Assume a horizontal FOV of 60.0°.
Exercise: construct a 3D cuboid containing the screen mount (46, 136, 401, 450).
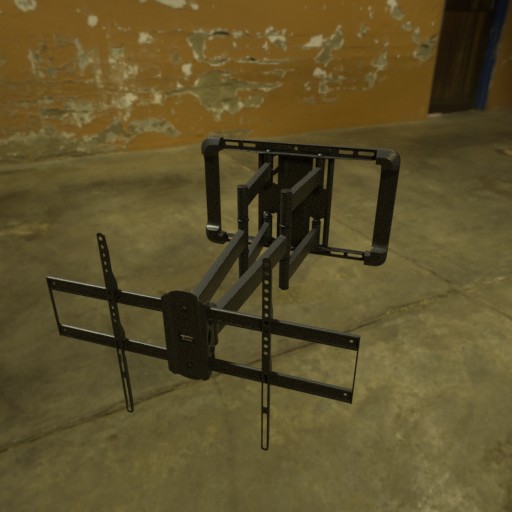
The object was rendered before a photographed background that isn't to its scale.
[{"bbox_3d":[0.000,0.000,1.304,0.725,0.483,0.905,9,28,17],"label":"screen mount"}]
